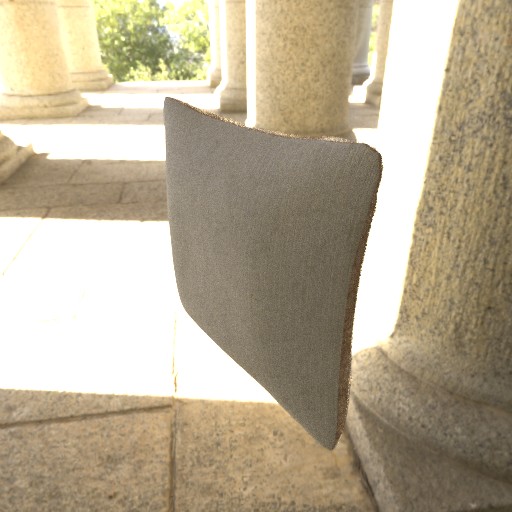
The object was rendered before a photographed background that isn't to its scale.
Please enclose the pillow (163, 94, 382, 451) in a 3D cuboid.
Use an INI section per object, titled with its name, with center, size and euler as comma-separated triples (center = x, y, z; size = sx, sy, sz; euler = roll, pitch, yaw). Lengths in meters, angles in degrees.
[pillow]
center = 0.000, 0.000, 0.827
size = 0.216, 0.525, 0.538
euler = -20, 34, -32
